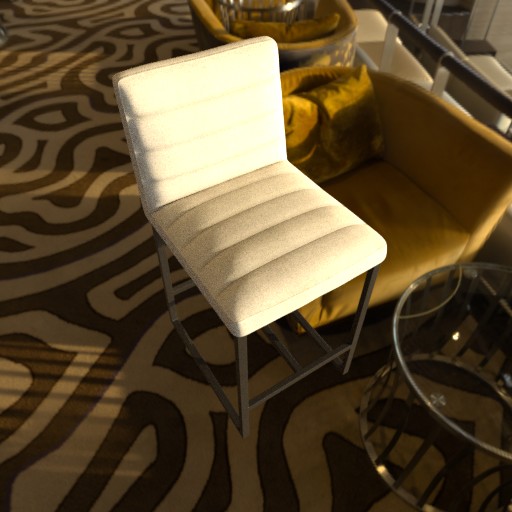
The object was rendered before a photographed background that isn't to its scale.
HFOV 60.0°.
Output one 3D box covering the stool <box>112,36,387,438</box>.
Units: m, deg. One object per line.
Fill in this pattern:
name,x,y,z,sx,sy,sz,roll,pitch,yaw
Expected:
stool,0.000,0.000,1.278,0.459,0.971,0.567,-25,52,-22
